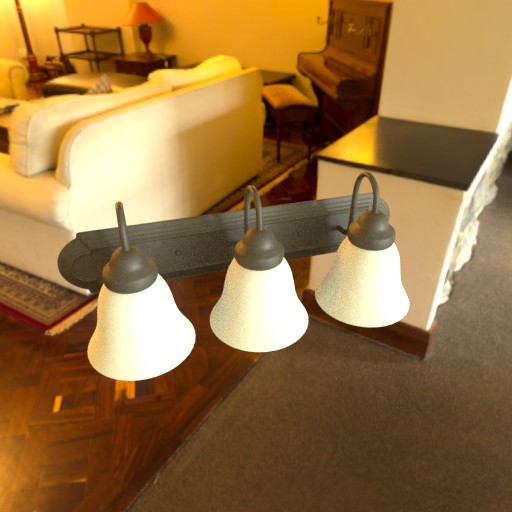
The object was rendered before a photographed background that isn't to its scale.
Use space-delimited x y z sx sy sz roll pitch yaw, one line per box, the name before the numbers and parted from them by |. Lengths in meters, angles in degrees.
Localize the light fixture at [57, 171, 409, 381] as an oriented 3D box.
light fixture | 0.000 0.000 0.700 0.610 0.222 0.199 -9 33 -14
